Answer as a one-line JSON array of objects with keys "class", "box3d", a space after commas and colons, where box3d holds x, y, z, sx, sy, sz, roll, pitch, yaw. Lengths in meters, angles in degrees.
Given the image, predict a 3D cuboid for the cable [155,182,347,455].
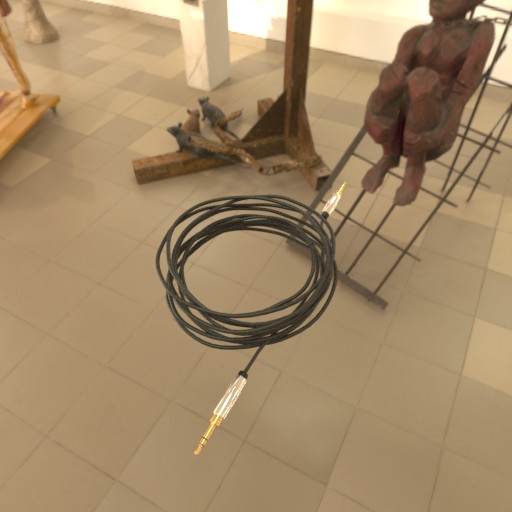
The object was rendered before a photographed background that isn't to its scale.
[{"class": "cable", "box3d": [0.000, 0.000, 0.520, 0.198, 0.069, 0.432, 21, 50, 19]}]
